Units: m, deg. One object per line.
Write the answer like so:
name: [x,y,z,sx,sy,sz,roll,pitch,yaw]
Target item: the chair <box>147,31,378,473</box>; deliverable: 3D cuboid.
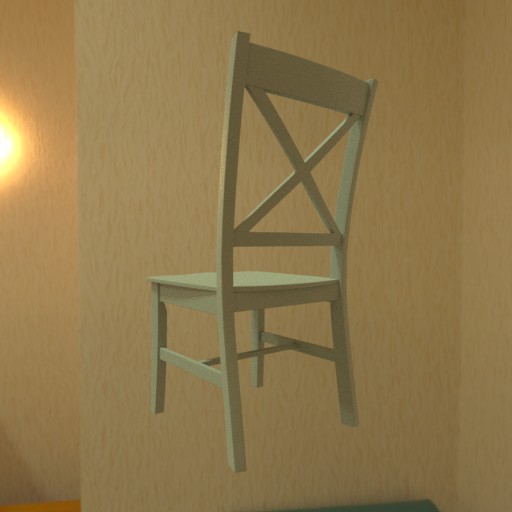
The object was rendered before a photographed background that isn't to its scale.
chair: [0.000,0.000,1.303,0.485,0.983,0.542,-1,2,-38]
